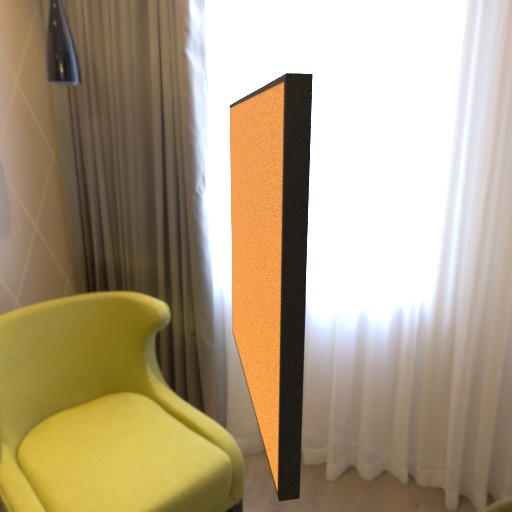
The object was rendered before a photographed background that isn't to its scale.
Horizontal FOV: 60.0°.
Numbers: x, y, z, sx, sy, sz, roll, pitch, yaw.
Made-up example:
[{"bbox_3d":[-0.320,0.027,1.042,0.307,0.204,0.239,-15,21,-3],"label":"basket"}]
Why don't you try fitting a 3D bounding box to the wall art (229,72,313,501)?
[{"bbox_3d":[0.000,0.000,1.117,0.042,0.766,0.769,-3,16,-9],"label":"wall art"}]
